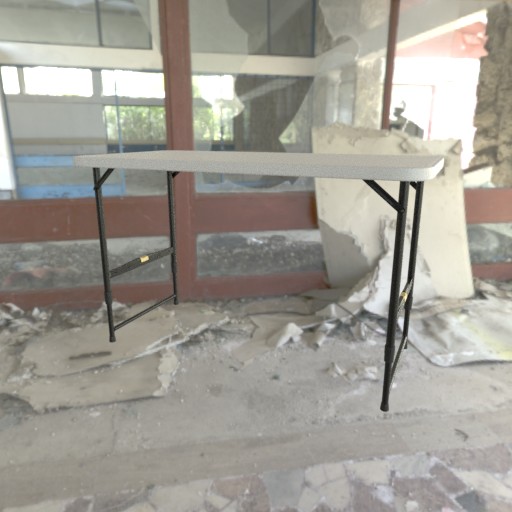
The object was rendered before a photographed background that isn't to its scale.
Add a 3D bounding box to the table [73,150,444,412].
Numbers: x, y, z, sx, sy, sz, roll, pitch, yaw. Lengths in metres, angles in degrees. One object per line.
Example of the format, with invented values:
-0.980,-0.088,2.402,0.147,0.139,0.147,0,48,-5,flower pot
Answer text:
0.000,0.000,1.675,1.219,0.737,0.610,7,17,24,table
